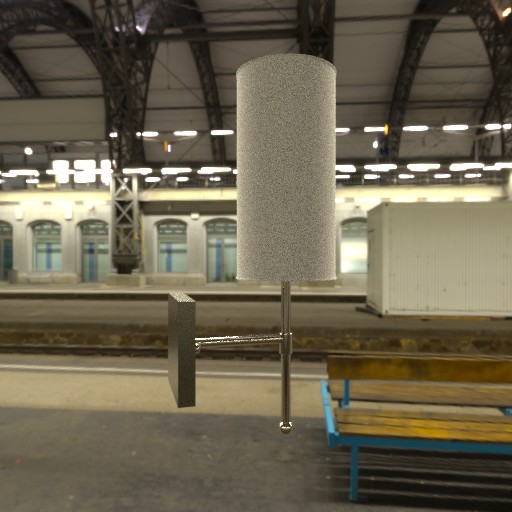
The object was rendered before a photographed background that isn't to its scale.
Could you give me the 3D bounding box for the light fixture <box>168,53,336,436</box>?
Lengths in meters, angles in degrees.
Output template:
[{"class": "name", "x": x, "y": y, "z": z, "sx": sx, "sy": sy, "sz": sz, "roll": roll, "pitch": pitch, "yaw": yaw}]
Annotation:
[{"class": "light fixture", "x": 0.000, "y": 0.000, "z": 0.559, "sx": 0.208, "sy": 0.462, "sz": 0.128, "roll": 0, "pitch": 0, "yaw": -16}]
